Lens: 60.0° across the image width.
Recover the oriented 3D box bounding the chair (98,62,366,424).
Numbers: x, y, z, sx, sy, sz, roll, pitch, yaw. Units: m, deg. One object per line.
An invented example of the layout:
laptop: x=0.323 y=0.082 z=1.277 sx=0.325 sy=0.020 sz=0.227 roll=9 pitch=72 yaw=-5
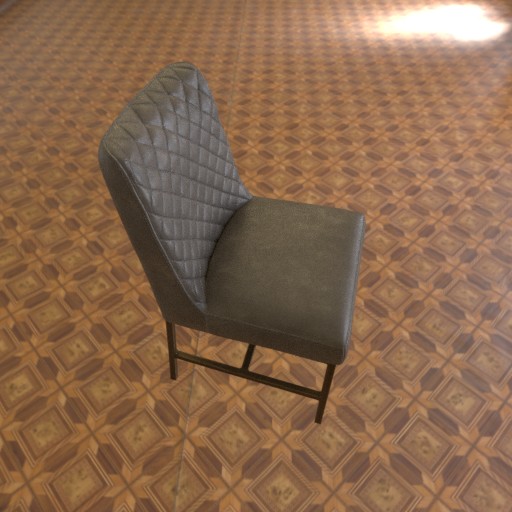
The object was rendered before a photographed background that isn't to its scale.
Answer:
chair: x=0.000 y=0.000 z=1.262 sx=0.587 sy=0.889 sz=0.508 roll=11 pitch=48 yaw=10
